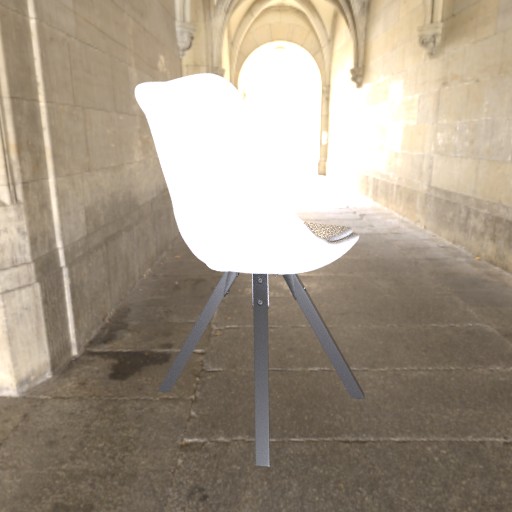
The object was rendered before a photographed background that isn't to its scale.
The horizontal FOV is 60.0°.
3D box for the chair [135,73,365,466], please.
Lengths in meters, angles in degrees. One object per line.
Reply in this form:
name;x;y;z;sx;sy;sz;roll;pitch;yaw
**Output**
chair;0.000;0.000;1.188;0.550;0.850;0.485;-14;21;-42
